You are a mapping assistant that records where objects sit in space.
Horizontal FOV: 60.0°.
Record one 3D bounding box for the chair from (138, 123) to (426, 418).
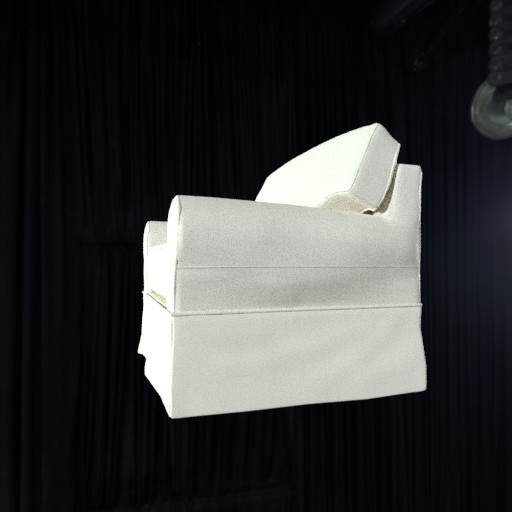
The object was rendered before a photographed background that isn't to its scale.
[{"bbox_3d":[0.000,0.000,1.861,0.904,0.958,1.099,0,-1,-19],"label":"chair"}]
